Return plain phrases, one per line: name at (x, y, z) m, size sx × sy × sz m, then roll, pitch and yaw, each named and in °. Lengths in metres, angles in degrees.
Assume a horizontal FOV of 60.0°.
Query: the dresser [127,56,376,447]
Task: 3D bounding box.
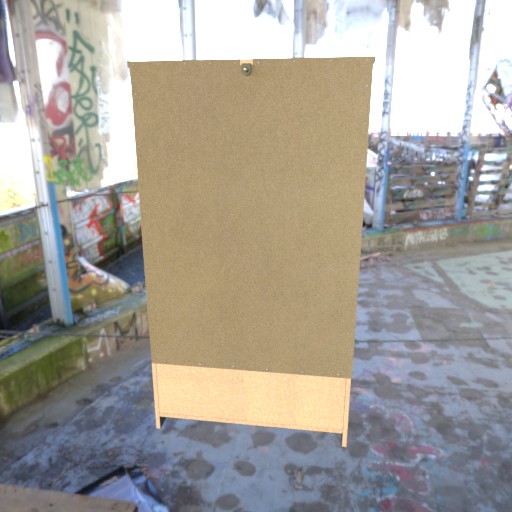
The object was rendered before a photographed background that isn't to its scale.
dresser at (0.000, 0.000, 1.586) m, size 0.704 × 1.254 × 0.418 m, roll 2°, pitch 16°, yaw 8°
